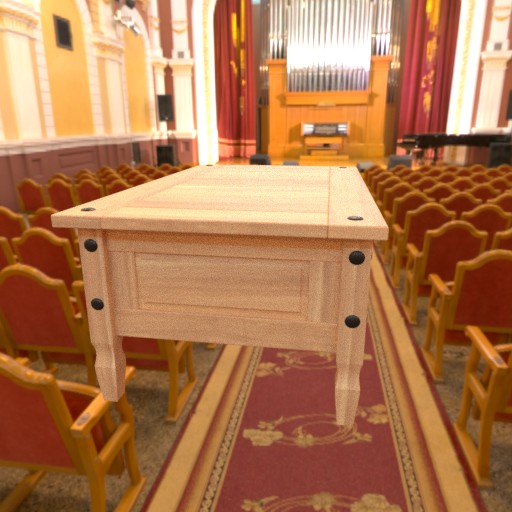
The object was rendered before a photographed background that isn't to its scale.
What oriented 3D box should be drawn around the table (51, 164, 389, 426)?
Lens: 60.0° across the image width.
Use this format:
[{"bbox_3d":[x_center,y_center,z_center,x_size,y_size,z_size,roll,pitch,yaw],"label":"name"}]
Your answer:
[{"bbox_3d":[0.000,0.000,1.299,0.600,0.437,1.000,3,17,9],"label":"table"}]
